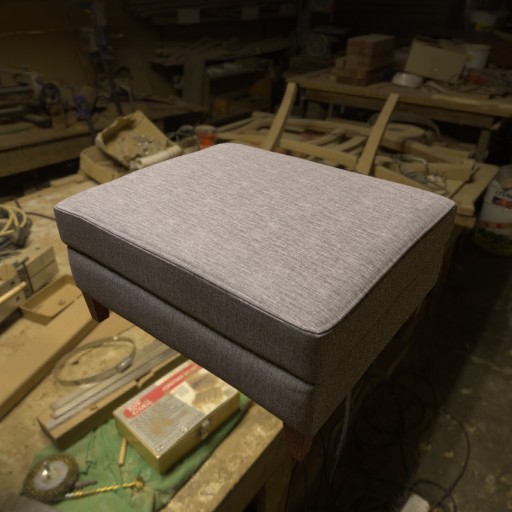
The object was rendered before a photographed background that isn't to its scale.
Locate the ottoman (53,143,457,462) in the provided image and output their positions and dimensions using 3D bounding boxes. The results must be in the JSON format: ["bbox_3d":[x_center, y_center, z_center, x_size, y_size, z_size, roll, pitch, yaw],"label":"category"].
[{"bbox_3d":[0.000,0.000,1.474,0.994,0.492,0.839,23,38,32],"label":"ottoman"}]
